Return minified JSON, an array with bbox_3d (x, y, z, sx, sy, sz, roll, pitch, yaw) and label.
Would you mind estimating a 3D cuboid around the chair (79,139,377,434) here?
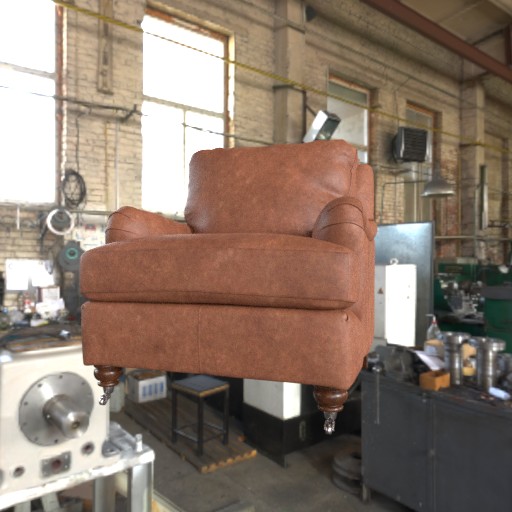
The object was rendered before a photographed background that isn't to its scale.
[{"bbox_3d":[0.000,0.000,1.915,0.986,1.055,1.158,0,0,19],"label":"chair"}]
